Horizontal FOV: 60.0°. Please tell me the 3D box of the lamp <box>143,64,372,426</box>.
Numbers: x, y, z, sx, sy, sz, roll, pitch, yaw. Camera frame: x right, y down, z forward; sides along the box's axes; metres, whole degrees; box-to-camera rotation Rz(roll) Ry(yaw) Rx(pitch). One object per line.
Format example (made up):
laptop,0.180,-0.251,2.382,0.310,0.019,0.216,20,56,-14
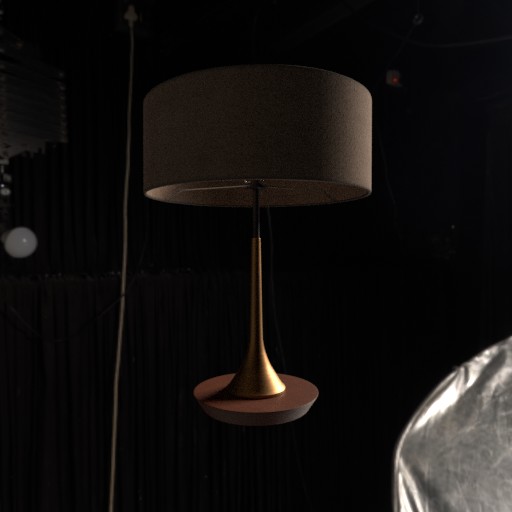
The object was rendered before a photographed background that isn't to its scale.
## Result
lamp,0.000,0.000,0.813,0.396,0.551,0.417,-1,1,-35
